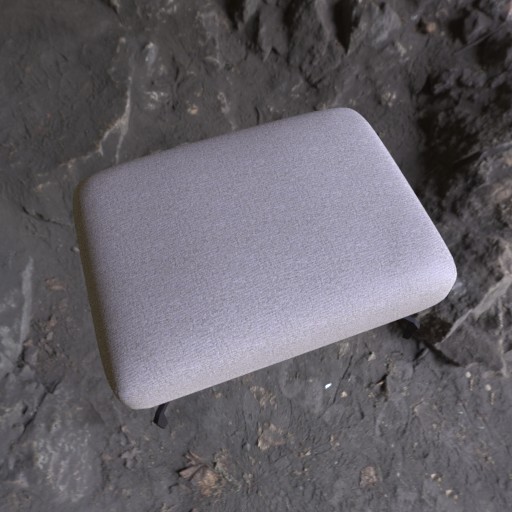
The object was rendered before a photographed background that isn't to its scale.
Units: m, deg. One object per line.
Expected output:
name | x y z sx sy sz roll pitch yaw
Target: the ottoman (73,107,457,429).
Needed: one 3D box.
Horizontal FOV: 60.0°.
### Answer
ottoman | 0.000 0.000 1.101 0.772 0.420 0.568 -18 64 -9
